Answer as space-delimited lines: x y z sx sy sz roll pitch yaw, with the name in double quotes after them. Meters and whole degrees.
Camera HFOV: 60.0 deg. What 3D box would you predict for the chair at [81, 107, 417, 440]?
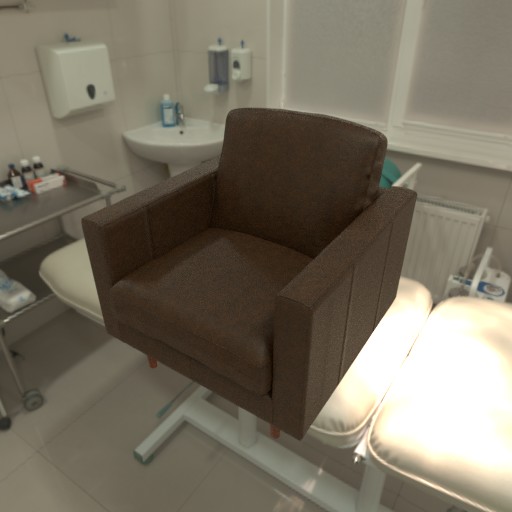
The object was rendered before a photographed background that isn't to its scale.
0.000 0.000 1.696 0.890 0.956 0.909 19 37 28 "chair"
